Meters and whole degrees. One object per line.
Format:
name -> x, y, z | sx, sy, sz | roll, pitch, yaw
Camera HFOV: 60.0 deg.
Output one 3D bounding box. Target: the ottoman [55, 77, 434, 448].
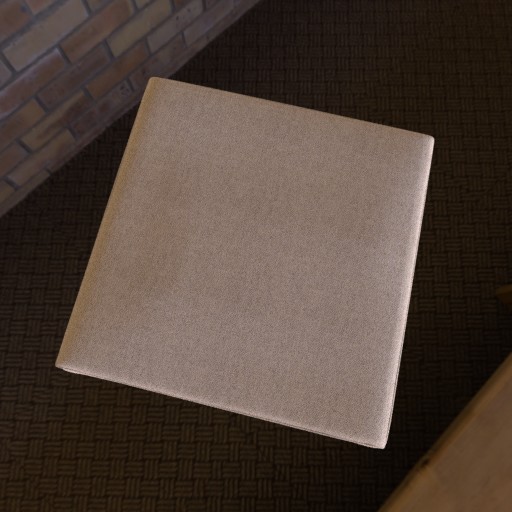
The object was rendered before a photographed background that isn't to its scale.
ottoman -> 0.000, 0.000, 1.495 | 0.973, 0.381, 0.982 | 13, 77, 3
